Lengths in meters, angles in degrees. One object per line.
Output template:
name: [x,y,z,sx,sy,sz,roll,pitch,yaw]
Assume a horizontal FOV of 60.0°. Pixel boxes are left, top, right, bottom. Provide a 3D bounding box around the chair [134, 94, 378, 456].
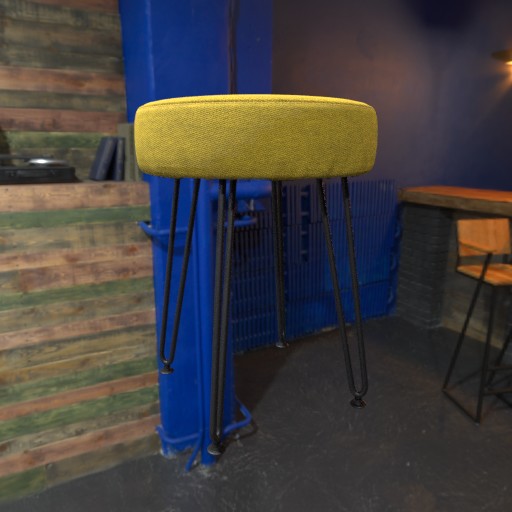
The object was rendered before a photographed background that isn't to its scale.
chair: [0.000,0.000,0.694,0.345,0.455,0.345,-7,15,-26]
